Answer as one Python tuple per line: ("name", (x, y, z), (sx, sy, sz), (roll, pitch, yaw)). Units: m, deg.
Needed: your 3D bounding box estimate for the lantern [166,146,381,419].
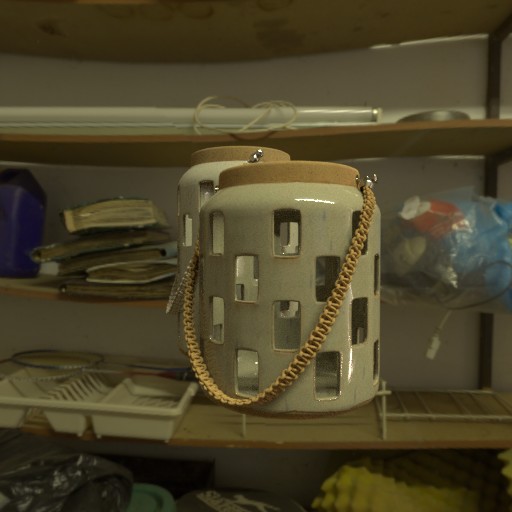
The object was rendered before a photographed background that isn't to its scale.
("lantern", (0.000, 0.000, 0.493), (0.184, 0.255, 0.347), (0, 1, -18))
